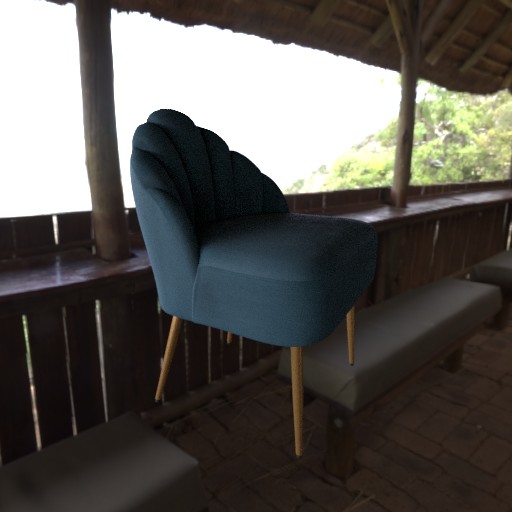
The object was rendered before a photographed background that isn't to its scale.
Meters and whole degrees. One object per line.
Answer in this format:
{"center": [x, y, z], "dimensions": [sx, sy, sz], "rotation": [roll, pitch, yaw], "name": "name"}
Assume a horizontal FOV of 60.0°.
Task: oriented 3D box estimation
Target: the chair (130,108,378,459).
{"center": [0.000, 0.000, 1.266], "dimensions": [0.599, 0.819, 0.657], "rotation": [7, 16, 25], "name": "chair"}
